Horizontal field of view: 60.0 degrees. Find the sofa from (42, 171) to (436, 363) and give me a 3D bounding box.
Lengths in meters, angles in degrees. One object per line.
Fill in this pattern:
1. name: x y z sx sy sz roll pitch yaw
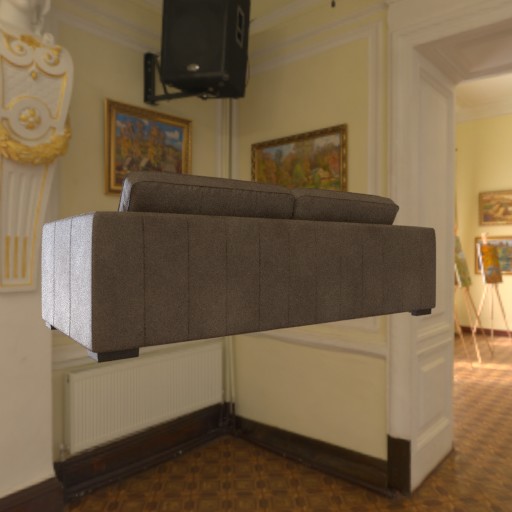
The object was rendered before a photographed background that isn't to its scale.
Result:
1. sofa: 0.000 0.000 2.742 2.262 0.801 1.070 -1 1 -36
